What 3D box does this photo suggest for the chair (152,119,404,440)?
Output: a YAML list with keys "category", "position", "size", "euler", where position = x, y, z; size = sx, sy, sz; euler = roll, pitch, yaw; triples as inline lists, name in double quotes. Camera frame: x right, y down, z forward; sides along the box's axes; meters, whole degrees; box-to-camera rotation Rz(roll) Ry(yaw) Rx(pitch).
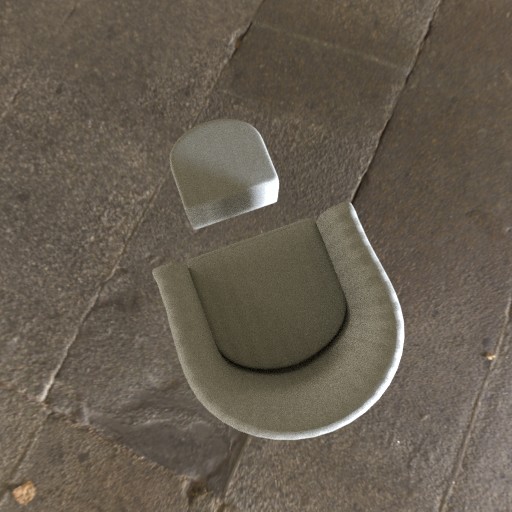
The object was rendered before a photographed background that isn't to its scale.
- category: "chair"
  position: [0.000, 0.000, 1.752]
  size: [0.756, 0.757, 1.288]
  euler: [-19, 77, -5]
